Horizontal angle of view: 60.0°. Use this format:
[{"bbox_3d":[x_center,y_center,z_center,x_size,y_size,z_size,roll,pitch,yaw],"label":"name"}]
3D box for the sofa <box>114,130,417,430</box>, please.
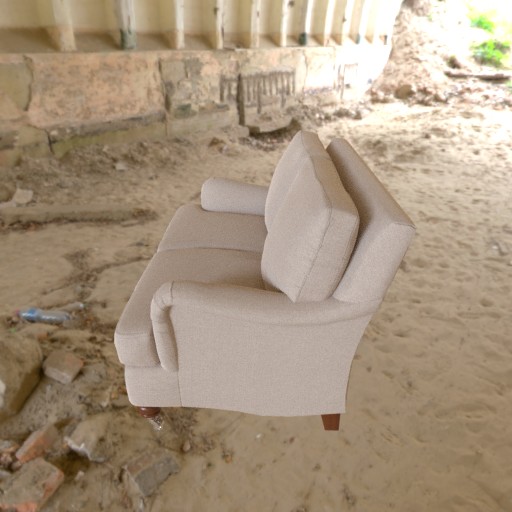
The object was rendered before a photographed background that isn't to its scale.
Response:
[{"bbox_3d":[0.000,0.000,2.287,1.087,1.048,1.508,1,26,1],"label":"sofa"}]
